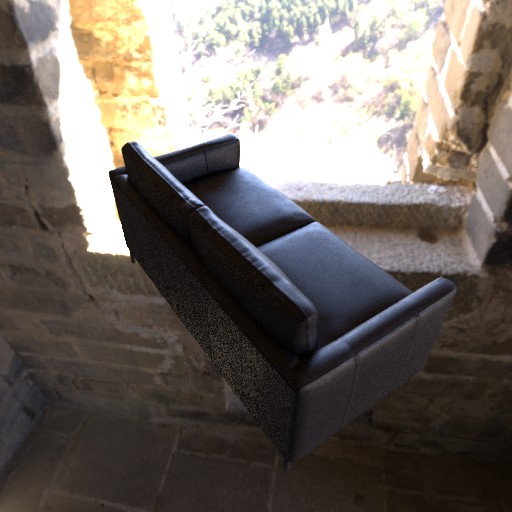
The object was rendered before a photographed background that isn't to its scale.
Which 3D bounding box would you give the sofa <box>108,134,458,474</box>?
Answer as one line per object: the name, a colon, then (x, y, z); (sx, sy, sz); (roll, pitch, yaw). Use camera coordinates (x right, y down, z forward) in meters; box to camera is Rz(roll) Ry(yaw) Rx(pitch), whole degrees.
sofa: (0.000, 0.000, 2.352); (0.947, 0.883, 1.805); (-26, 47, -27)
